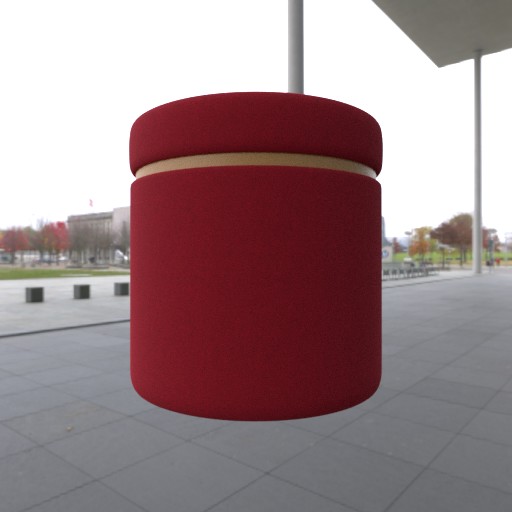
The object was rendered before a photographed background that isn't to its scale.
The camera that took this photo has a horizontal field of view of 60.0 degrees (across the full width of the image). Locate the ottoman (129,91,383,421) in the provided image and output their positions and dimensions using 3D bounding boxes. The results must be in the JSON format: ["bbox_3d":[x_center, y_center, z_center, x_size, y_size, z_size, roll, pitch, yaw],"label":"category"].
[{"bbox_3d":[0.000,0.000,0.725,0.400,0.406,0.400,0,0,0],"label":"ottoman"}]
